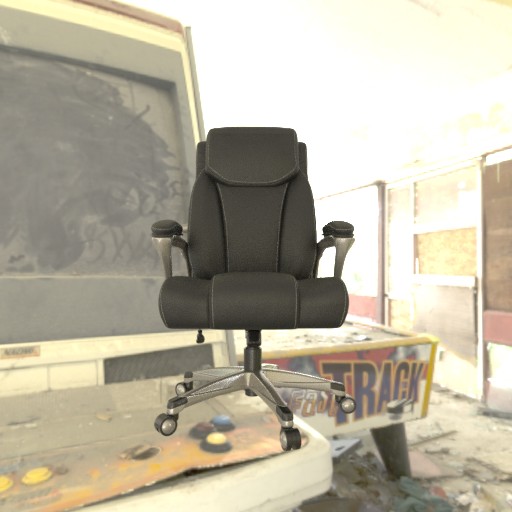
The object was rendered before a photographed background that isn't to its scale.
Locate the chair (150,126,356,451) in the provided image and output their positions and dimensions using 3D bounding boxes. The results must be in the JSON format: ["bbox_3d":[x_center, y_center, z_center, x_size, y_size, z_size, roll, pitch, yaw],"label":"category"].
[{"bbox_3d":[0.000,0.000,1.672,0.741,1.167,0.784,0,-1,-1],"label":"chair"}]
